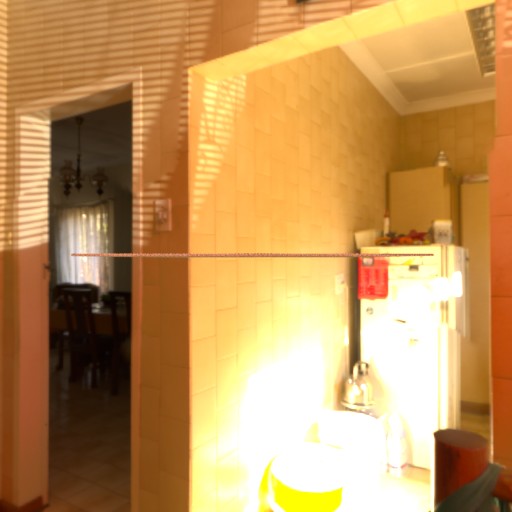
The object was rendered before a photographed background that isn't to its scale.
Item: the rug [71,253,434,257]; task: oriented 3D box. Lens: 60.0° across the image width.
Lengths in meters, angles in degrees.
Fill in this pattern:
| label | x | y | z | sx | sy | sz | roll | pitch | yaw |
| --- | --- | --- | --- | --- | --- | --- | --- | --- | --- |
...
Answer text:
| label | x | y | z | sx | sy | sz | roll | pitch | yaw |
| --- | --- | --- | --- | --- | --- | --- | --- | --- | --- |
| rug | 0.000 | 0.000 | 3.062 | 1.521 | 0.015 | 2.436 | 0 | 0 | 1 |
